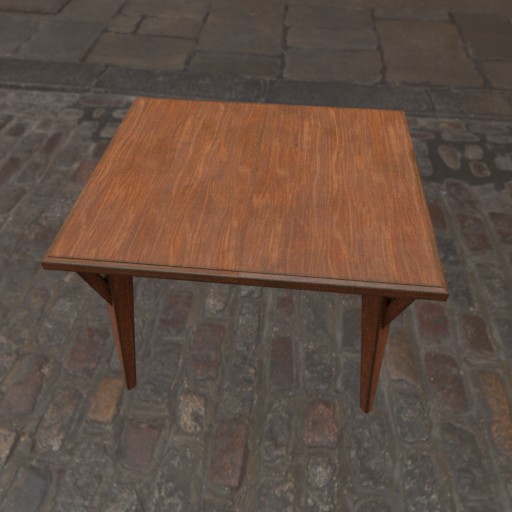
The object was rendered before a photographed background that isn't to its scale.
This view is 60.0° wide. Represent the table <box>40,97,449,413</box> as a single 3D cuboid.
[{"bbox_3d":[0.000,0.000,1.621,0.991,0.761,0.838,4,47,4],"label":"table"}]
